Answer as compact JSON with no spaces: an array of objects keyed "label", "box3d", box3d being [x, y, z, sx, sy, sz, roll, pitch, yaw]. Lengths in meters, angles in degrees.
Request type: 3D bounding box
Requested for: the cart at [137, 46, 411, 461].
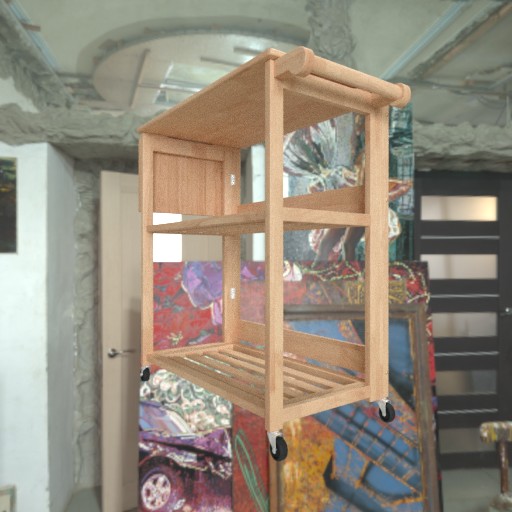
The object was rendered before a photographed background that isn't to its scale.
[{"label":"cart","box3d":[0.000,0.000,1.333,0.432,0.879,0.853,0,0,-36]}]
